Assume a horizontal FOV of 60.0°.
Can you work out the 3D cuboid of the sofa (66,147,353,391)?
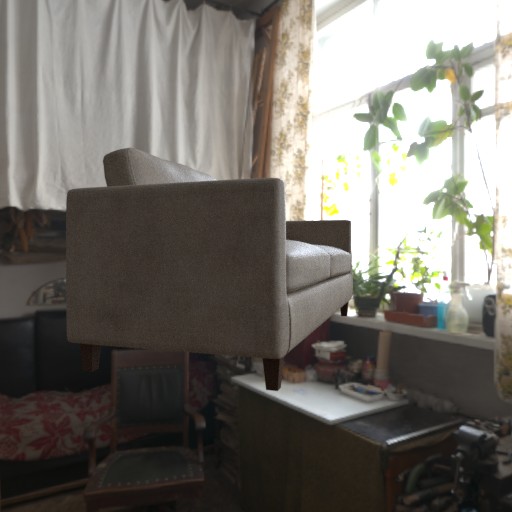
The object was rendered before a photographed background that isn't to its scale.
[{"bbox_3d":[0.000,0.000,2.701,0.951,0.965,2.208,0,0,19],"label":"sofa"}]
